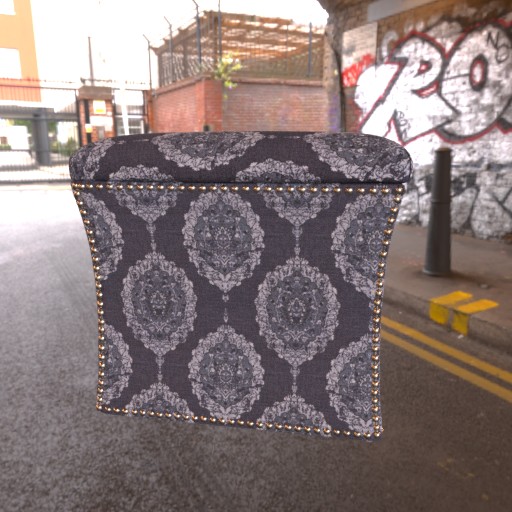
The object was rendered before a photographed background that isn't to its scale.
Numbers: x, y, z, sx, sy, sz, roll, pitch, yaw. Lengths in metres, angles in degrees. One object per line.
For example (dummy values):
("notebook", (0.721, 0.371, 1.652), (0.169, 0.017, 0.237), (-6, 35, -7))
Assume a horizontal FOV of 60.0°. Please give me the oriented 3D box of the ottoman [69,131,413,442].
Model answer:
("ottoman", (0.000, 0.000, 0.883), (0.507, 0.475, 0.497), (2, 14, 9))
